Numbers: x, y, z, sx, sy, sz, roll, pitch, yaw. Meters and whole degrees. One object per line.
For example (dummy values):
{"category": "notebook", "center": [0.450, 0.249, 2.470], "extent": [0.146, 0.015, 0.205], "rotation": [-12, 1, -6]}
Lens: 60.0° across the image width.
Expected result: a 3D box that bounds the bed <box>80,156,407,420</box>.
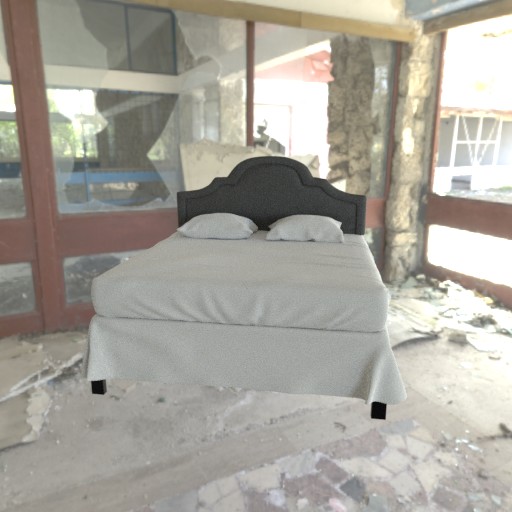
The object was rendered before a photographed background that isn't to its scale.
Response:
{"category": "bed", "center": [0.000, 0.000, 3.780], "extent": [2.303, 1.631, 2.222], "rotation": [2, 14, 9]}
